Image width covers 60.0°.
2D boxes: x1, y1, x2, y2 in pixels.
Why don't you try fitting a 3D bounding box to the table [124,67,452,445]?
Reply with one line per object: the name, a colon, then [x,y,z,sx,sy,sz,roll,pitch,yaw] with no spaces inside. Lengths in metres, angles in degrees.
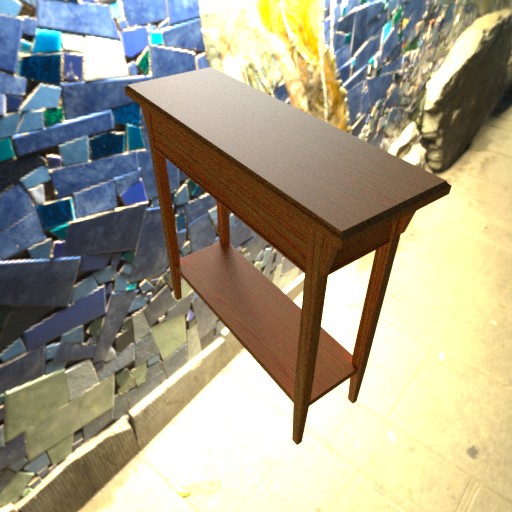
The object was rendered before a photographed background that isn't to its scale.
table: [0.000,0.000,1.141,0.254,0.711,0.762,-25,46,-27]
